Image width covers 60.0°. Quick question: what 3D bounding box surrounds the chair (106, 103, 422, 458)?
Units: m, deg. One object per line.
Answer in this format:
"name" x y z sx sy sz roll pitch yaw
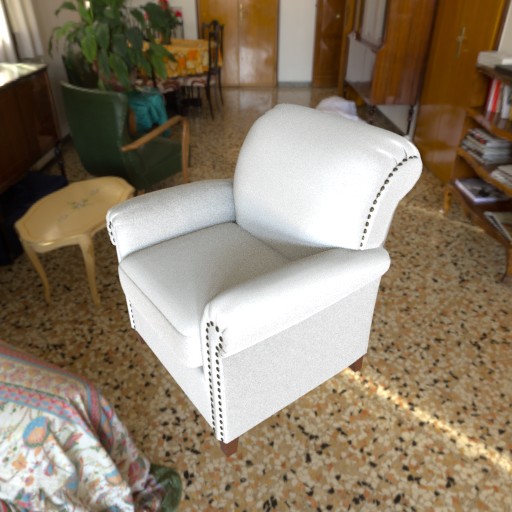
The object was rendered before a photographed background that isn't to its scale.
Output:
"chair" 0.000 0.000 1.638 0.890 0.927 0.854 -22 38 -31
